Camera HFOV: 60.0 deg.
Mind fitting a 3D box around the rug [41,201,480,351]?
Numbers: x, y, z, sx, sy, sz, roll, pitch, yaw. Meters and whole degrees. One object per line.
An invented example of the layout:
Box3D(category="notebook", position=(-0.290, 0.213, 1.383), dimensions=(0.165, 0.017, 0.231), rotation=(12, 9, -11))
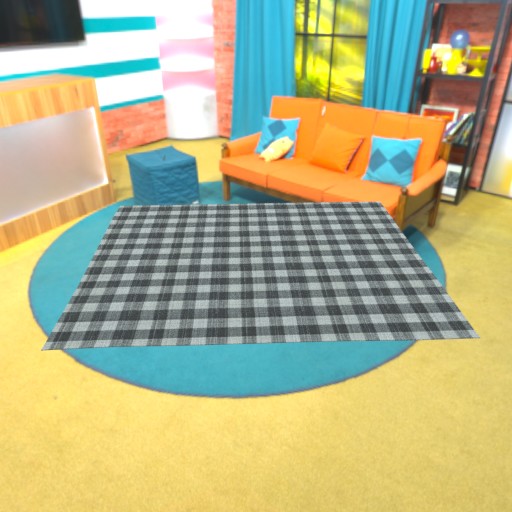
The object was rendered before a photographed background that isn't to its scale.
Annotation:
Box3D(category="rug", position=(0.000, 0.000, 4.078), dimensions=(3.021, 0.013, 2.432), rotation=(-1, 30, -2))
